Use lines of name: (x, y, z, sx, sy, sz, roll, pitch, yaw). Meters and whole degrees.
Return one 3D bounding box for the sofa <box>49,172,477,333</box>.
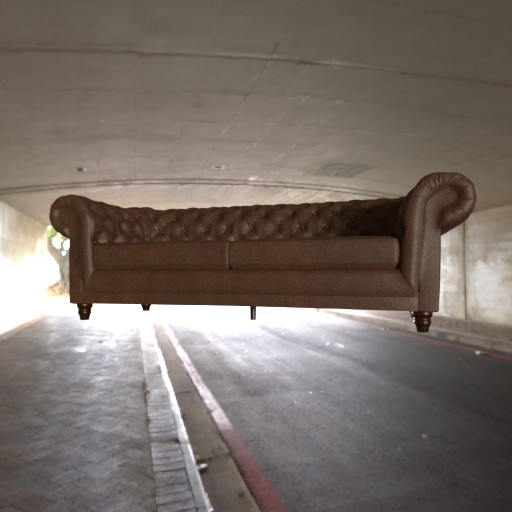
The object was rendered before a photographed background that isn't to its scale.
sofa: (0.000, 0.000, 2.779, 2.385, 0.783, 0.944, -1, -2, 17)
